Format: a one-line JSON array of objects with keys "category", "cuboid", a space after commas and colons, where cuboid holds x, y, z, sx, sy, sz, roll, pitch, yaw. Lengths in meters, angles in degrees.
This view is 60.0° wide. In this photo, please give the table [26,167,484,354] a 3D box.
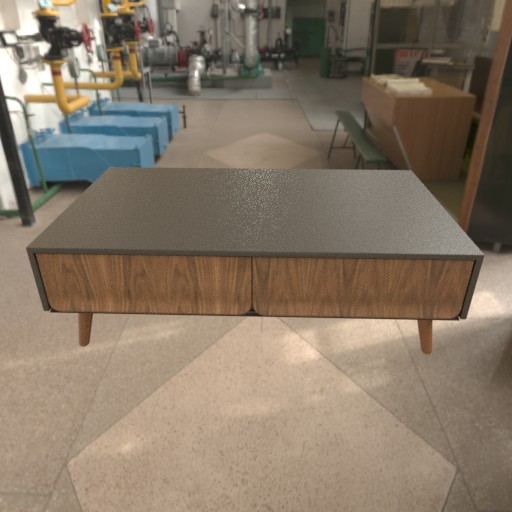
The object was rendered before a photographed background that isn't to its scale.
[{"category": "table", "cuboid": [0.000, 0.000, 1.551, 1.201, 0.404, 0.703, 1, 29, 2]}]
